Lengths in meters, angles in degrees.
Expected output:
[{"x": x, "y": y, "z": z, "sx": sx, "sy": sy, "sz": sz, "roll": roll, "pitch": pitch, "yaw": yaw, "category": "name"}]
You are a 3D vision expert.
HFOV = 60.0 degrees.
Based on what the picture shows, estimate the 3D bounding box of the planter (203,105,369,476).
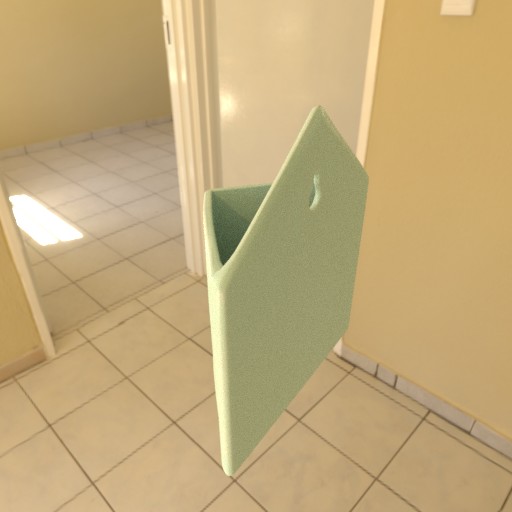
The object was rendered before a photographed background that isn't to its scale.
[{"x": 0.000, "y": 0.000, "z": 0.285, "sx": 0.079, "sy": 0.197, "sz": 0.164, "roll": 20, "pitch": 37, "yaw": 29, "category": "planter"}]
